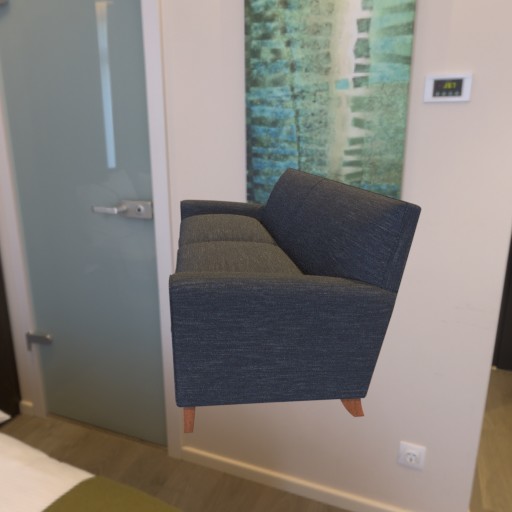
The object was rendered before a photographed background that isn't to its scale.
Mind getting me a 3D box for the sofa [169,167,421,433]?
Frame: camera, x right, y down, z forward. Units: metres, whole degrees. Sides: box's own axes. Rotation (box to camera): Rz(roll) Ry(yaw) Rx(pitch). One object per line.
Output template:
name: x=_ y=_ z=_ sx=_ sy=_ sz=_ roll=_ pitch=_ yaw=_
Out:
sofa: x=0.000 y=0.000 z=2.469 sx=0.875 sy=0.846 sz=1.976 roll=-2 pitch=15 yaw=-8
